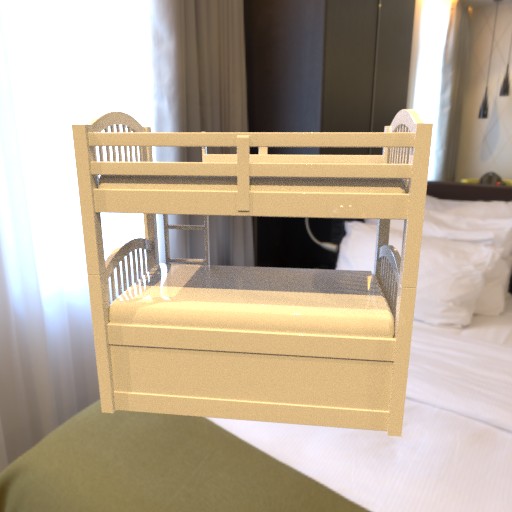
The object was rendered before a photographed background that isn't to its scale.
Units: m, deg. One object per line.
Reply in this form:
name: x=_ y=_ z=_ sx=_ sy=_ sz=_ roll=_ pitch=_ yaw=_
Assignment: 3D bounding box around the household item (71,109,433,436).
household item: x=0.000 y=0.000 z=3.252 sx=2.032 sy=2.032 sz=1.143 roll=2 pitch=16 yaw=7
